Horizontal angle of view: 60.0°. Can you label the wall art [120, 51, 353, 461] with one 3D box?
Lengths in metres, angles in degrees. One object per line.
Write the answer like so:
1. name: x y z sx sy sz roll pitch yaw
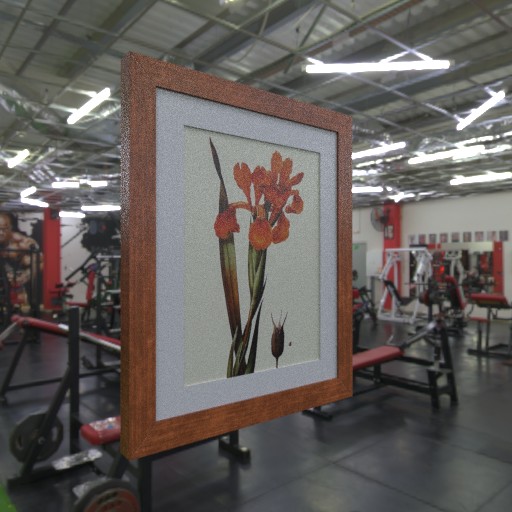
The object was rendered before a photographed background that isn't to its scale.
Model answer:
1. wall art: 0.000 0.000 0.768 0.467 0.567 0.033 0 0 -38
